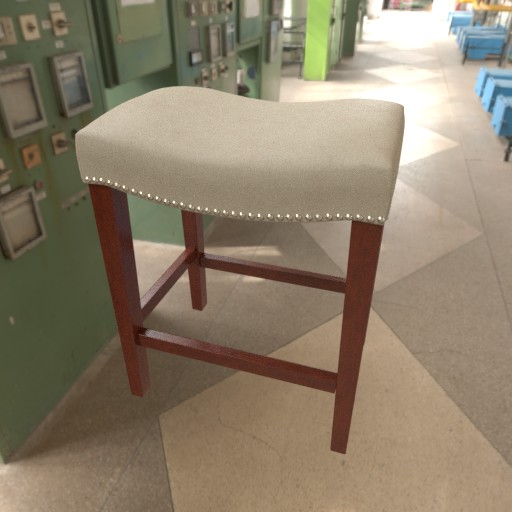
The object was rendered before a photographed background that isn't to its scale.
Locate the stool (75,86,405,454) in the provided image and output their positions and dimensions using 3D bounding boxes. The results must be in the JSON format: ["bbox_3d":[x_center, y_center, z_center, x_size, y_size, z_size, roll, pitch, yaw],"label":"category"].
[{"bbox_3d":[0.000,0.000,0.939,0.509,0.632,0.375,10,33,15],"label":"stool"}]
